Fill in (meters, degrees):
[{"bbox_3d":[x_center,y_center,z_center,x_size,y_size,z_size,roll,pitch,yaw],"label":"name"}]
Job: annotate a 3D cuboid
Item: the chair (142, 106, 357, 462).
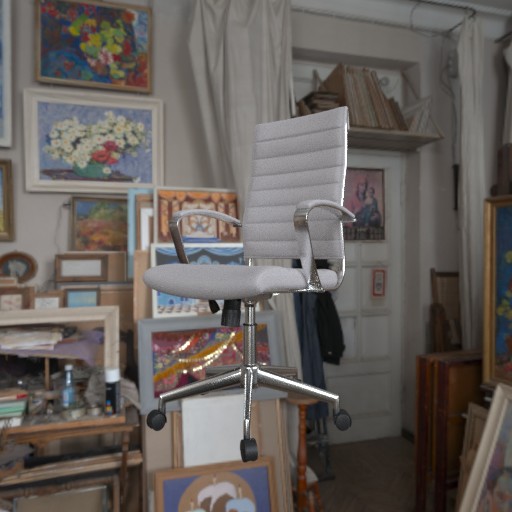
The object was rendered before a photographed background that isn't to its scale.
[{"bbox_3d":[0.000,0.000,1.596,0.679,1.149,0.667,0,1,36],"label":"chair"}]
